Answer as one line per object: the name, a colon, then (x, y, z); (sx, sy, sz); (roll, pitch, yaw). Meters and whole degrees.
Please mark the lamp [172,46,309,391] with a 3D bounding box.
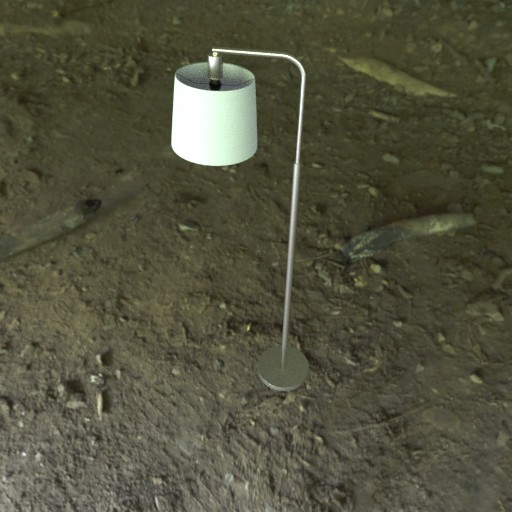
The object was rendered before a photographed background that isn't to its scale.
lamp: (0.000, 0.000, 1.655); (0.508, 1.478, 0.254); (0, 42, 0)
